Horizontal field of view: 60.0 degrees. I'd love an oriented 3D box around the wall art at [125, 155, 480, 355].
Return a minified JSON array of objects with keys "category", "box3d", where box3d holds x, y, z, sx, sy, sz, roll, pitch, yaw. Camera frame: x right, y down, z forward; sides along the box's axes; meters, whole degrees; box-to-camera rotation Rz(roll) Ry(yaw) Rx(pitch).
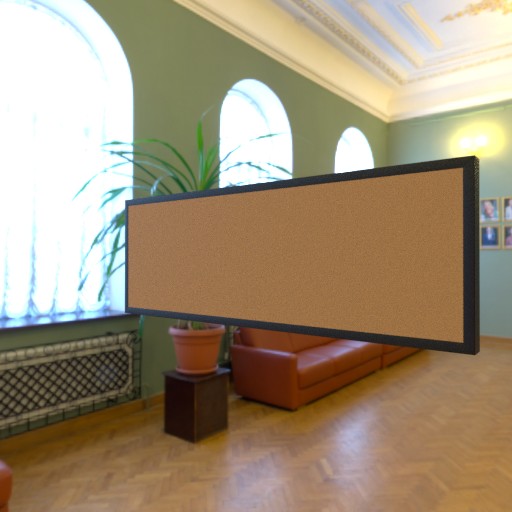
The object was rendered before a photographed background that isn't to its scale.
[{"category":"wall art","box3d":[0.000,0.000,0.946,0.860,0.303,0.037,0,0,37]}]
